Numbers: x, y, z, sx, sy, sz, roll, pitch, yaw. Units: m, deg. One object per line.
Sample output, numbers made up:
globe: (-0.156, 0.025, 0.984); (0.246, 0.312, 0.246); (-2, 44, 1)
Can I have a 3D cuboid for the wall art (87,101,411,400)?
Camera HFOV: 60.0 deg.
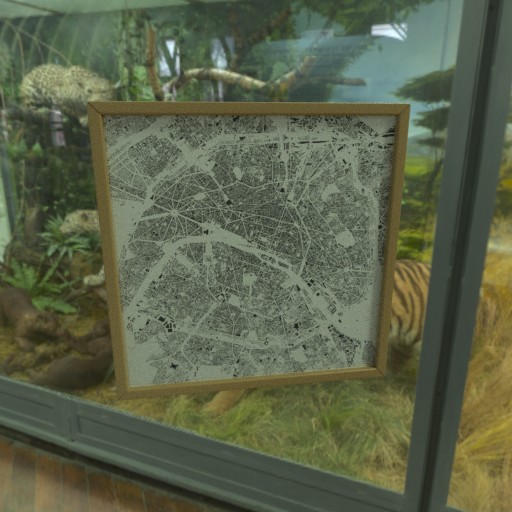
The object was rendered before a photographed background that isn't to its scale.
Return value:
wall art: (0.000, 0.000, 0.778); (0.509, 0.509, 0.036); (-3, 17, -9)
